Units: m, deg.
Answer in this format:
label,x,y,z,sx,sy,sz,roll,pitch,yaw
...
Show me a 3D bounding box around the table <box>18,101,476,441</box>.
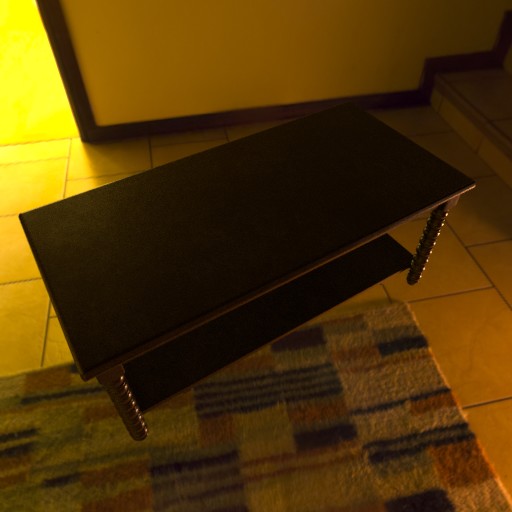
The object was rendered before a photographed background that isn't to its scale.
label,x,y,z,sx,sy,sz,roll,pitch,yaw
table,0.000,0.000,1.423,1.171,0.487,0.580,-25,52,-21
